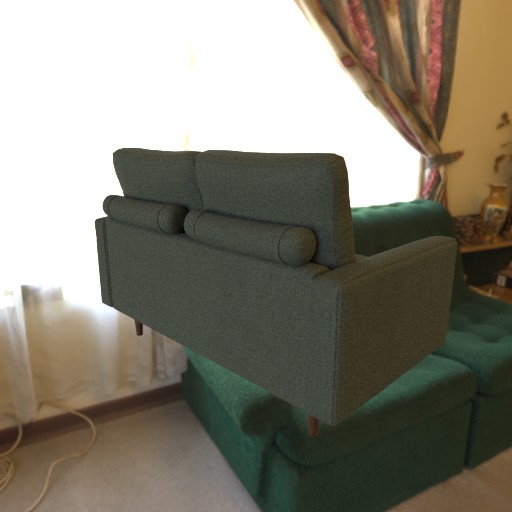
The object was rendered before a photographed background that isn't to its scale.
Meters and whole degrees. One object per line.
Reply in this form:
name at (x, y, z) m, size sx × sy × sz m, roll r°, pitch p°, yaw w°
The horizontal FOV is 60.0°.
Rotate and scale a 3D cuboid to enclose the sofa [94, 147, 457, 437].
sofa at (0.000, 0.000, 1.916) m, size 1.407 × 0.907 × 0.842 m, roll 14°, pitch 21°, yaw 43°
